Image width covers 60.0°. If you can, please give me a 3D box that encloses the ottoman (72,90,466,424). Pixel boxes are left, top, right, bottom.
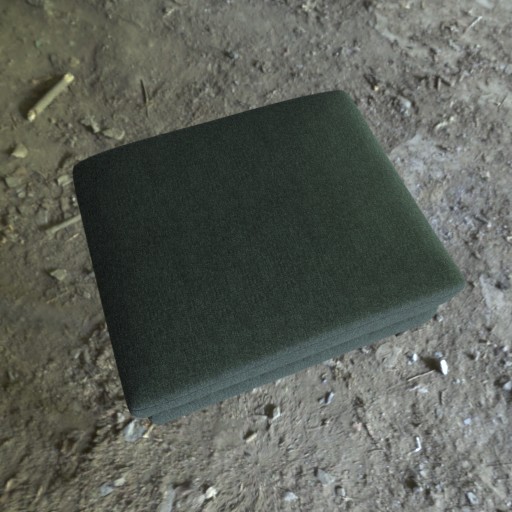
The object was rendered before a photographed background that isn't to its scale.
[{"bbox_3d":[0.000,0.000,1.302,0.831,0.533,0.695,-19,66,-9],"label":"ottoman"}]
